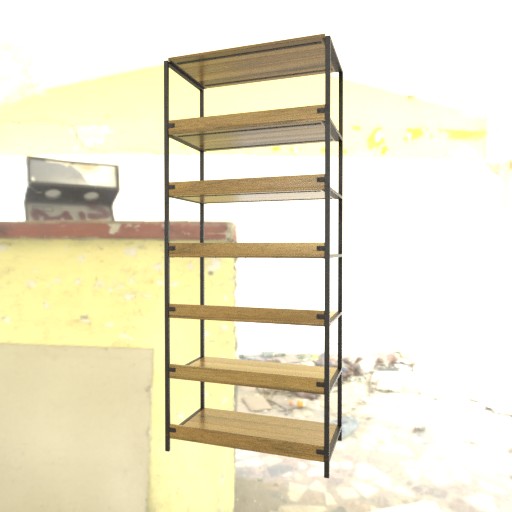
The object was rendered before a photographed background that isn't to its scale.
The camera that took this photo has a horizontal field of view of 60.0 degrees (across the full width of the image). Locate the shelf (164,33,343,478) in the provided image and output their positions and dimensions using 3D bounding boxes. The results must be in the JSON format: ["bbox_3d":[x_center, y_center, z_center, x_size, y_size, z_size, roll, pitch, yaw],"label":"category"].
[{"bbox_3d":[0.000,0.000,2.339,0.847,2.015,0.431,0,1,19],"label":"shelf"}]
